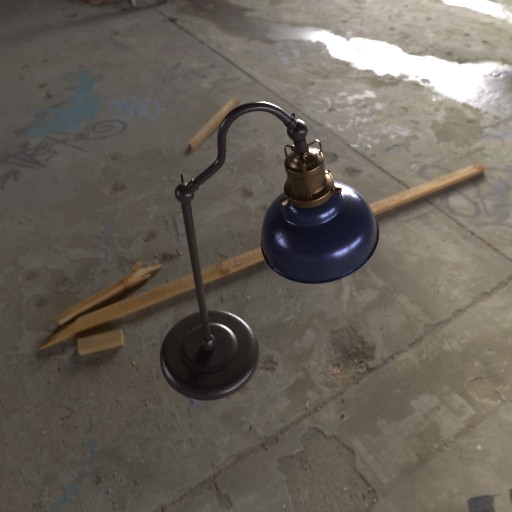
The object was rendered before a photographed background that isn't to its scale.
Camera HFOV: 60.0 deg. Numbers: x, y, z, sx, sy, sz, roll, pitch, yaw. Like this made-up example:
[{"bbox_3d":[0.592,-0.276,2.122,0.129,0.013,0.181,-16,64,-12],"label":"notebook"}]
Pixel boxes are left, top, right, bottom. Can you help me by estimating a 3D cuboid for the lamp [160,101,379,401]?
[{"bbox_3d":[0.000,0.000,0.685,0.374,0.508,0.192,-10,48,-9],"label":"lamp"}]
